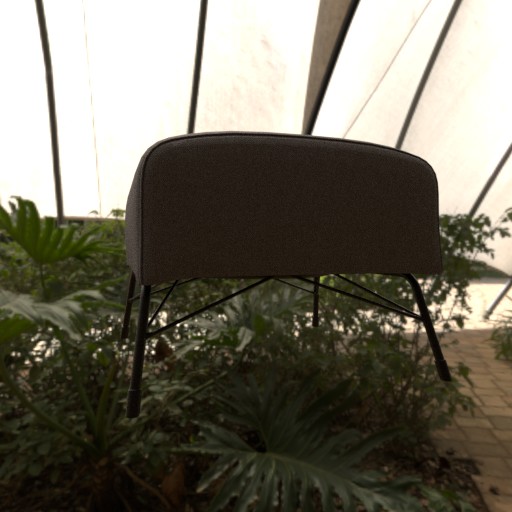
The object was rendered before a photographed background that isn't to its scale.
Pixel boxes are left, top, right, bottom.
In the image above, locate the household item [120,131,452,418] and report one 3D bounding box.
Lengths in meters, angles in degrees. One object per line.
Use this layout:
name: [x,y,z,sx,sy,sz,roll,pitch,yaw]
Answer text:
household item: [0.000,0.000,0.908,0.530,0.410,0.530,-1,2,-18]
